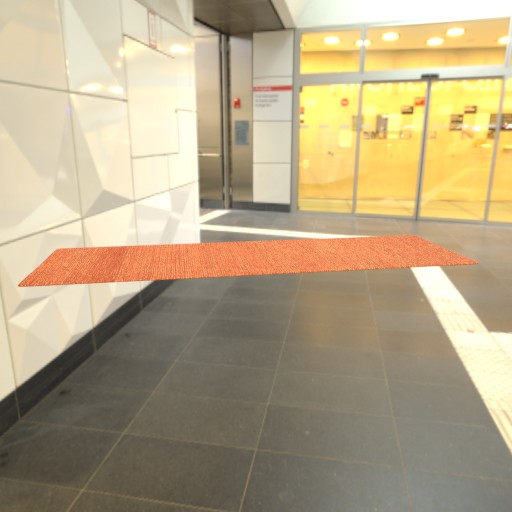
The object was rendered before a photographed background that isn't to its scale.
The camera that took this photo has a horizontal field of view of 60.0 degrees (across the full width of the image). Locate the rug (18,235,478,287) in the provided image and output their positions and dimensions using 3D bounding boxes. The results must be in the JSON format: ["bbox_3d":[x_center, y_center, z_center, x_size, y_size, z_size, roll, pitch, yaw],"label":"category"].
[{"bbox_3d":[0.000,0.000,2.510,2.307,0.012,0.687,-2,15,-9],"label":"rug"}]
